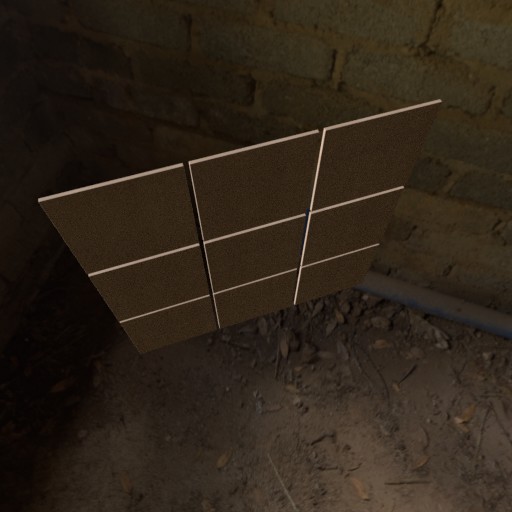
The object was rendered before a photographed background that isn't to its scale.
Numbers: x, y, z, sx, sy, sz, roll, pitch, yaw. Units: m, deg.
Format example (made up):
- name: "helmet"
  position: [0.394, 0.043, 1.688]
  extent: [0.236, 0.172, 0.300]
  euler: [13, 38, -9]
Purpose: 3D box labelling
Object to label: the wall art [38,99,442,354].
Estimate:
- name: "wall art"
  position: [0.000, 0.000, 1.798]
  extent: [1.219, 1.218, 0.013]
  euler: [-16, 60, -10]
